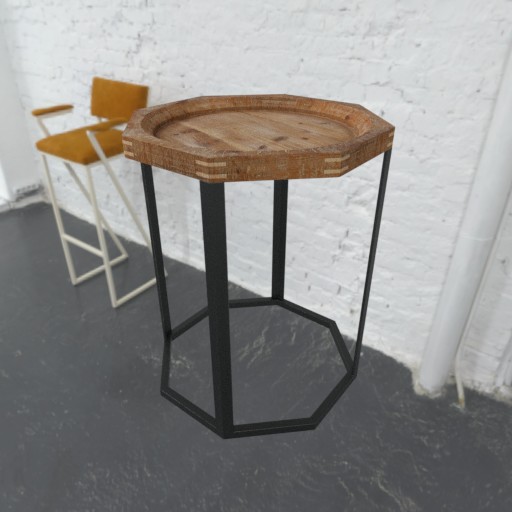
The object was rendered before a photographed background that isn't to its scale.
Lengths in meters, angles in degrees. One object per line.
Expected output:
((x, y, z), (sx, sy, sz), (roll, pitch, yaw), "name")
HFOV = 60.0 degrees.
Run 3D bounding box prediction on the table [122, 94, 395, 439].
((0.000, 0.000, 0.890), (0.458, 0.543, 0.458), (8, 31, 13), "table")
